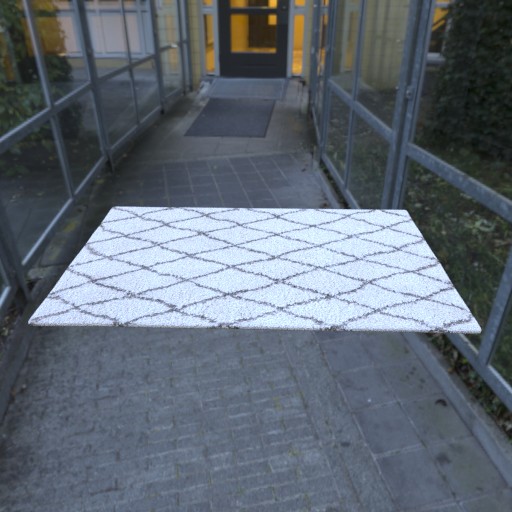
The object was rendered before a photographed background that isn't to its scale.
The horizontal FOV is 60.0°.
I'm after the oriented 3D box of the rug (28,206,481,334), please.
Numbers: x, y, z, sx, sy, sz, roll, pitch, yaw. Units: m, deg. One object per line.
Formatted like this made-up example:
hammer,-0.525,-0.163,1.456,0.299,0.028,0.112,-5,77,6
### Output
rug,0.000,0.000,3.026,2.438,0.030,1.524,1,31,1
